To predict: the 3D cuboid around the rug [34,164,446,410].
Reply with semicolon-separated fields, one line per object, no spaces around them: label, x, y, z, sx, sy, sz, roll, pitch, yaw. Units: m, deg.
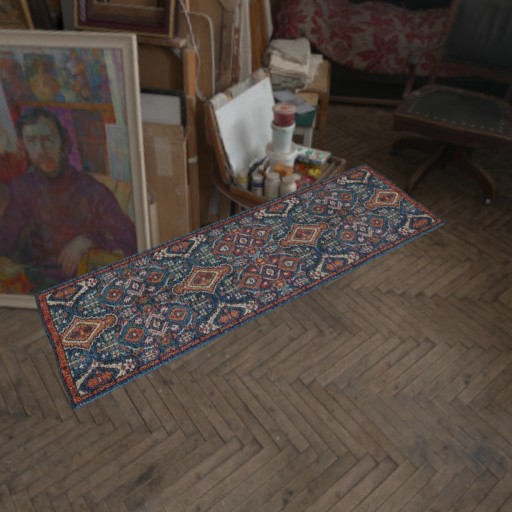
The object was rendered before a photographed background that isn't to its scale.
rug;0.000;0.000;2.704;2.459;0.010;0.801;-24;51;-21
